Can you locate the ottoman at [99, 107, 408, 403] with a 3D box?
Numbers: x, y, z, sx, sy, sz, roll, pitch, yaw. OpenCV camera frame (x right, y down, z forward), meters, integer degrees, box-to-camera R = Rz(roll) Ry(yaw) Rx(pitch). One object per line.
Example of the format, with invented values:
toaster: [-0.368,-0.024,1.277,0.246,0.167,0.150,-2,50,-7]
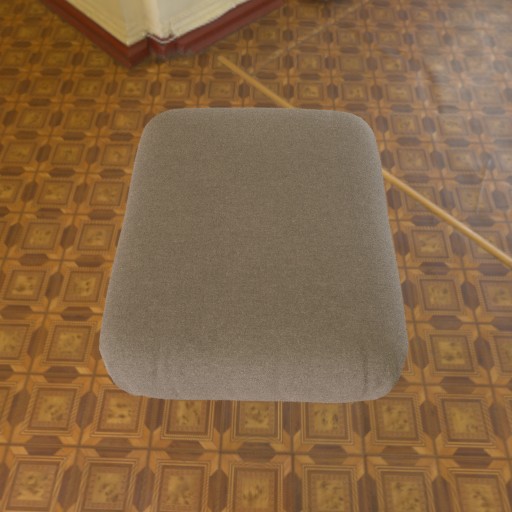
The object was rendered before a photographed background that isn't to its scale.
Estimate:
ottoman: [0.000,0.000,1.145,0.622,0.450,0.747,1,59,1]
